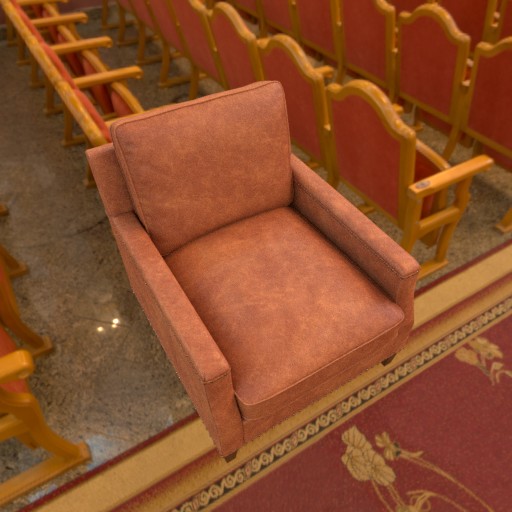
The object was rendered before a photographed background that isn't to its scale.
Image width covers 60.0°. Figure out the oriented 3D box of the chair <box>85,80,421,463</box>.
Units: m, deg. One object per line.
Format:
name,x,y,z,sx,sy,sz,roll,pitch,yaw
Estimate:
chair,0.000,0.000,1.692,0.853,0.943,1.014,-24,51,-21
